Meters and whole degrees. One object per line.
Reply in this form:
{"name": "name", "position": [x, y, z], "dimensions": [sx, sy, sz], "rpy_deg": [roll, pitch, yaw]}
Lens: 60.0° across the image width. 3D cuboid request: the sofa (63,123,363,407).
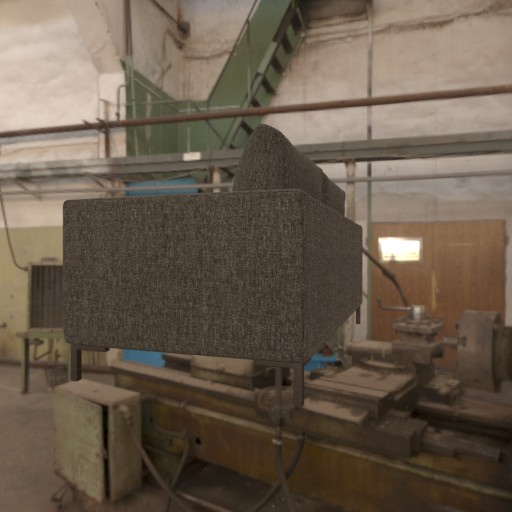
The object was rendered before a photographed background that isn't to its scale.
{"name": "sofa", "position": [0.000, 0.000, 2.177], "dimensions": [0.866, 0.862, 1.716], "rpy_deg": [0, 0, 19]}
